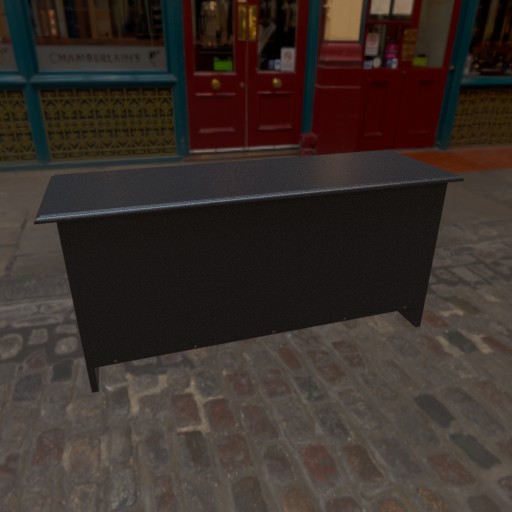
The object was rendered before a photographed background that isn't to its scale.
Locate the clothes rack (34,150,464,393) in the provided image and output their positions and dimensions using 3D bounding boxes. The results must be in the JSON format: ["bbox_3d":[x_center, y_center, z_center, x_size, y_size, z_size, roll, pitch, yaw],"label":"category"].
[{"bbox_3d":[0.000,0.000,1.492,1.219,0.556,0.406,-8,27,-16],"label":"clothes rack"}]
